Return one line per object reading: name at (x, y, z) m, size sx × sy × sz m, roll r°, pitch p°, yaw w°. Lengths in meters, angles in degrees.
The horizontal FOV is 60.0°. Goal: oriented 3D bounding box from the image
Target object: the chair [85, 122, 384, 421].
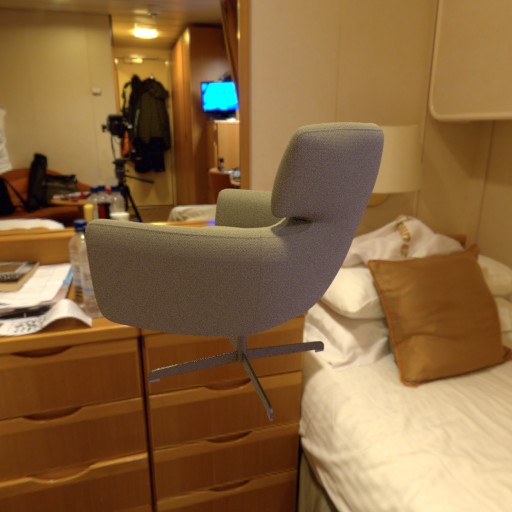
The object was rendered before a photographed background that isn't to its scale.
chair at (0.000, 0.000, 1.412) m, size 0.730 × 0.810 × 0.760 m, roll 8°, pitch 18°, yaw 25°
